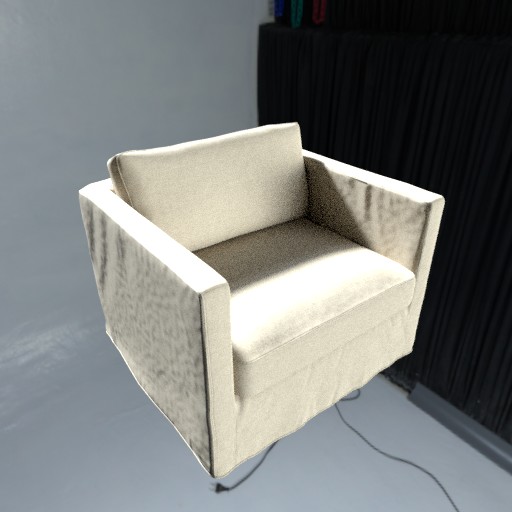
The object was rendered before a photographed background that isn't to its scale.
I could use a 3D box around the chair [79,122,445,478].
[{"bbox_3d":[0.000,0.000,1.763,1.057,0.867,0.949,-20,35,-32],"label":"chair"}]
